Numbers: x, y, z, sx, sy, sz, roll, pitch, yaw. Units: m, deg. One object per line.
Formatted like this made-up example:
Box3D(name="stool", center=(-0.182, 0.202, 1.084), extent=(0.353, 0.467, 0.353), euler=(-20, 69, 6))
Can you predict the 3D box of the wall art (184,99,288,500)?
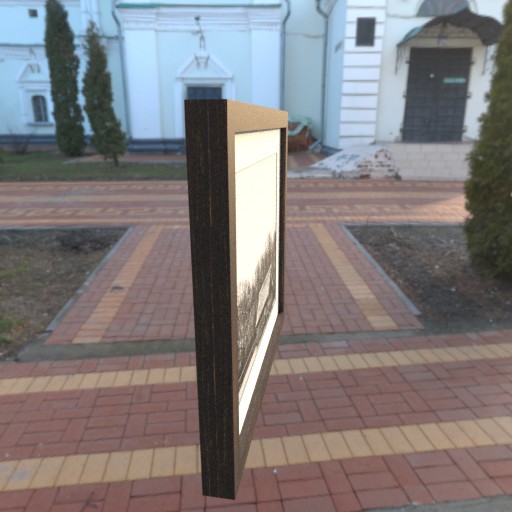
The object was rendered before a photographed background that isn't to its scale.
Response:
Box3D(name="wall art", center=(0.000, 0.000, 0.521), extent=(0.031, 0.330, 0.381), euler=(3, 17, 10))
